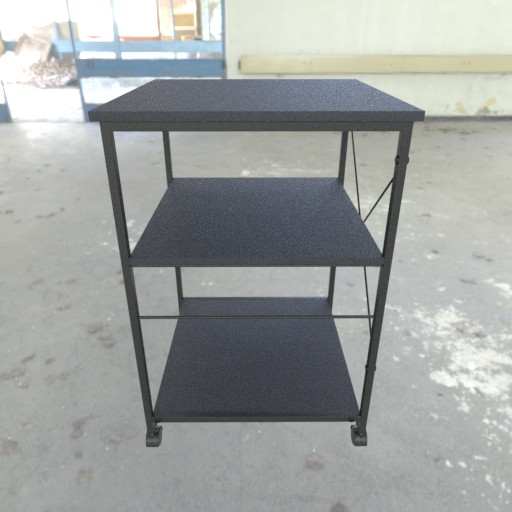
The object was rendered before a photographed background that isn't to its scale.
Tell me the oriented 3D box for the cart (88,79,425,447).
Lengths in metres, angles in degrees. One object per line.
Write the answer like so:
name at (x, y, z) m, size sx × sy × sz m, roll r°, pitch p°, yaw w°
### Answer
cart at (0.000, 0.000, 1.085) m, size 0.520 × 0.762 × 0.521 m, roll 0°, pitch 27°, yaw 0°
